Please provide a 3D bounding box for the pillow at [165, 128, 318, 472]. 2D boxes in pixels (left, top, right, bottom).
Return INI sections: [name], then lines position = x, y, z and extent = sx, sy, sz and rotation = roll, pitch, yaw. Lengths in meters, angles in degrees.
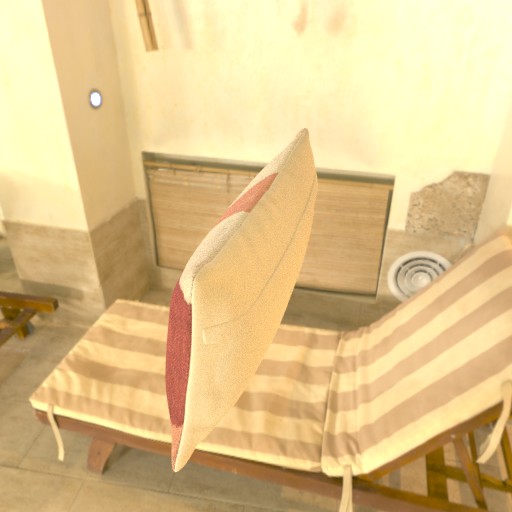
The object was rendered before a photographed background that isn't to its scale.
[pillow]
position = 0.000, 0.000, 0.724
extent = 0.155, 0.292, 0.609
rotation = 8, 30, 13
